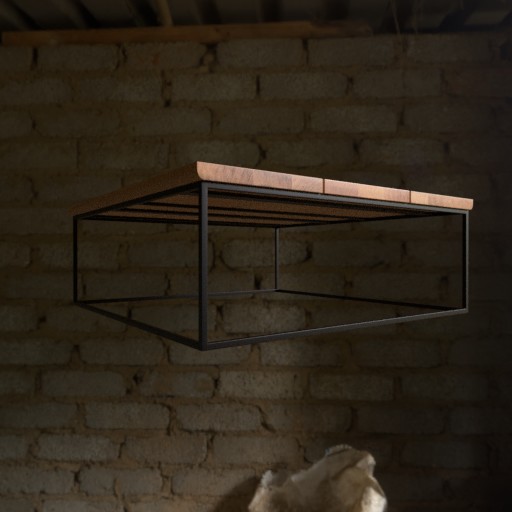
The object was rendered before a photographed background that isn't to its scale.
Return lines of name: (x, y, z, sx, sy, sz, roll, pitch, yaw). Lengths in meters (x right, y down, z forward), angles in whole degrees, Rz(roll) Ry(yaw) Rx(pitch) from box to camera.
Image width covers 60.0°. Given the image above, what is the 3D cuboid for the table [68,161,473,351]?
table: (0.000, 0.000, 1.692, 1.100, 0.400, 1.100, 0, 0, -36)
